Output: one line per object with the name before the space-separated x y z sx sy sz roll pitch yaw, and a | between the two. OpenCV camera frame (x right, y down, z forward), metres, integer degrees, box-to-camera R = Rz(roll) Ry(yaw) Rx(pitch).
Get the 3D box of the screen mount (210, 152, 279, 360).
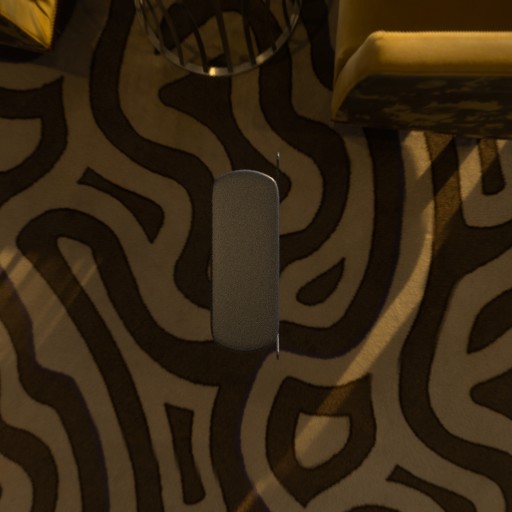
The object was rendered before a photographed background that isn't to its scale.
screen mount | 0.000 0.000 0.876 0.090 0.729 0.393 0 91 1
